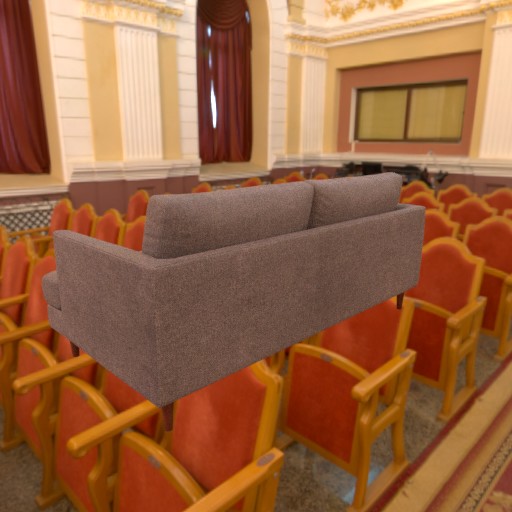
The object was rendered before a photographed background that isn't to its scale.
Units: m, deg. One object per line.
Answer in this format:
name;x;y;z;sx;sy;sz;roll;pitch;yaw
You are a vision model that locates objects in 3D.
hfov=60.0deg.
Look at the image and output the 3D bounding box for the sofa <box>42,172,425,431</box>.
sofa;0.000;0.000;2.451;1.948;0.868;1.020;-14;20;-43
